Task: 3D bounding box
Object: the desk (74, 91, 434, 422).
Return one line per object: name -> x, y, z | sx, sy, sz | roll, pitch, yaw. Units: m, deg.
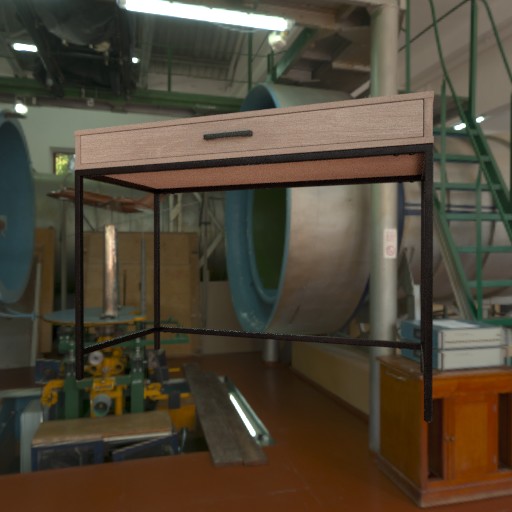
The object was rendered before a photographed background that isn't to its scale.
desk -> 0.000, 0.000, 1.393 | 1.016, 0.762, 0.470 | 0, 1, 19
